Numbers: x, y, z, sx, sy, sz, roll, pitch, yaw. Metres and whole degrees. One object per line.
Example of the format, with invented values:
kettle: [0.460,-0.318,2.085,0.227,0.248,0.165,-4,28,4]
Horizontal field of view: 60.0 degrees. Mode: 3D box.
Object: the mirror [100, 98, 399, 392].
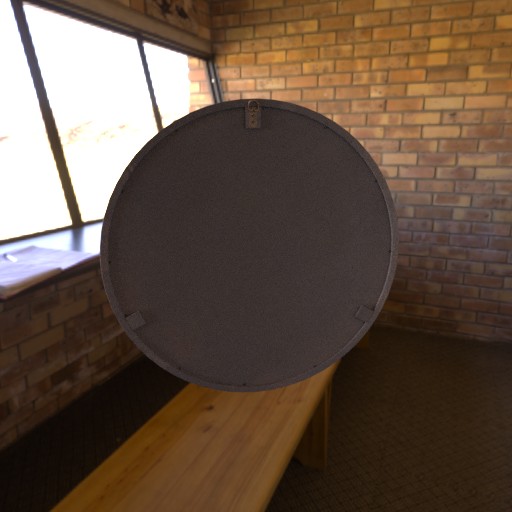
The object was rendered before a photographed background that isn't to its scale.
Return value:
mirror: [0.000,0.000,1.061,0.710,0.710,0.038,-2,15,-9]
